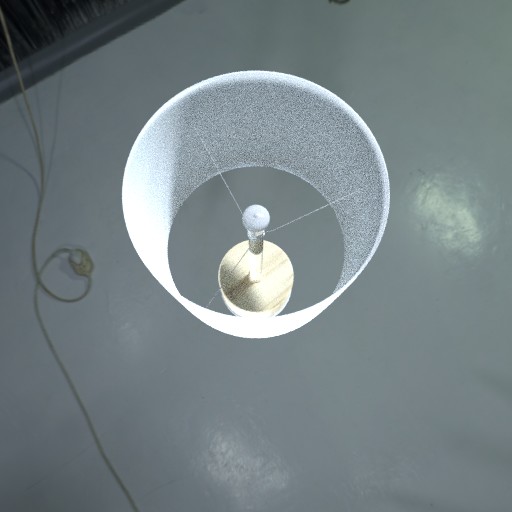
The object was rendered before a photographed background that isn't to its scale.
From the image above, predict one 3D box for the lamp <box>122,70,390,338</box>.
[{"bbox_3d":[0.000,0.000,0.603,0.229,0.470,0.229,-36,78,-9],"label":"lamp"}]
